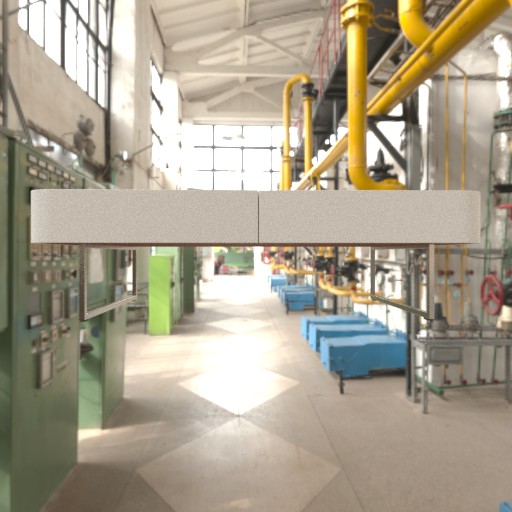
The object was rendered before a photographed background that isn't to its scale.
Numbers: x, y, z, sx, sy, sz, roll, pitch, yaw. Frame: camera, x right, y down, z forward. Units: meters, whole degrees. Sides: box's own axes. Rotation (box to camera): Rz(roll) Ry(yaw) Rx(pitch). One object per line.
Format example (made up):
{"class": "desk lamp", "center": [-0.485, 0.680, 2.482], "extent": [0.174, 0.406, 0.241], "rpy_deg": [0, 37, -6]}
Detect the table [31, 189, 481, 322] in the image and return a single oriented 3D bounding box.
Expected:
{"class": "table", "center": [0.000, 0.000, 1.431], "extent": [1.200, 0.340, 0.600], "rpy_deg": [0, 0, -1]}
